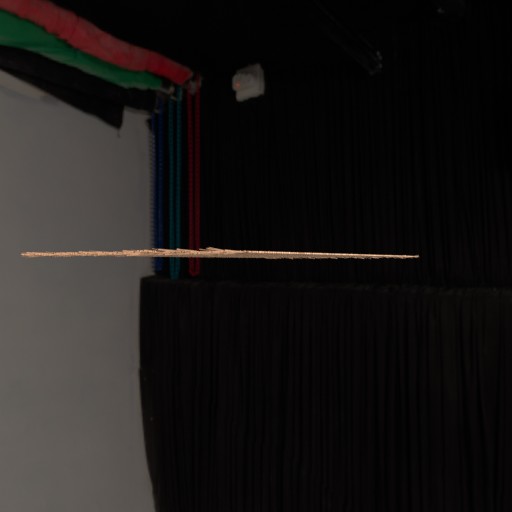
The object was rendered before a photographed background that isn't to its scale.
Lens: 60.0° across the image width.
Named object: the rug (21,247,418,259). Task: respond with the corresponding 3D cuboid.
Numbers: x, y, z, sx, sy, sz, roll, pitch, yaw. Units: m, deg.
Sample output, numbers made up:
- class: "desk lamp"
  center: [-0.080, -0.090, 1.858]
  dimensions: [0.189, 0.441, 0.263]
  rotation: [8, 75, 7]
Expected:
- class: "rug"
  center: [0.000, 0.000, 2.492]
  dimensions: [1.224, 0.027, 2.085]
  rotation: [0, -1, 35]
